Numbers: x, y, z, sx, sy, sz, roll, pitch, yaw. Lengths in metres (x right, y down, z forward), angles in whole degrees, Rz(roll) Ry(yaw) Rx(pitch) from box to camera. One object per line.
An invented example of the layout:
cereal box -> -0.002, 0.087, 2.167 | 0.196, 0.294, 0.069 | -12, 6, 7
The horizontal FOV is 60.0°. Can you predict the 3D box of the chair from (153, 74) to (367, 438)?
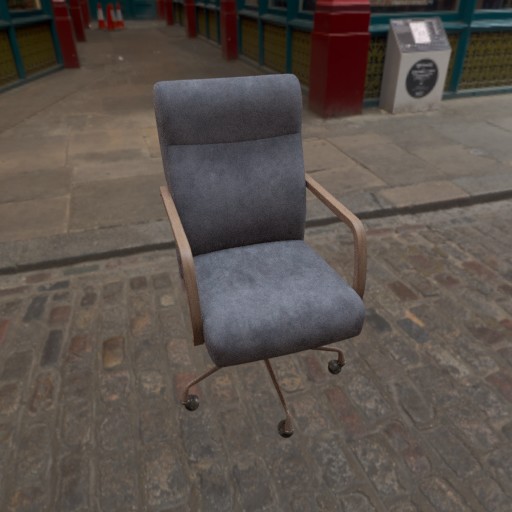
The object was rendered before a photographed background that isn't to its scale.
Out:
chair -> 0.000, 0.000, 1.488 | 0.640, 1.029, 0.741 | -10, 33, -15
